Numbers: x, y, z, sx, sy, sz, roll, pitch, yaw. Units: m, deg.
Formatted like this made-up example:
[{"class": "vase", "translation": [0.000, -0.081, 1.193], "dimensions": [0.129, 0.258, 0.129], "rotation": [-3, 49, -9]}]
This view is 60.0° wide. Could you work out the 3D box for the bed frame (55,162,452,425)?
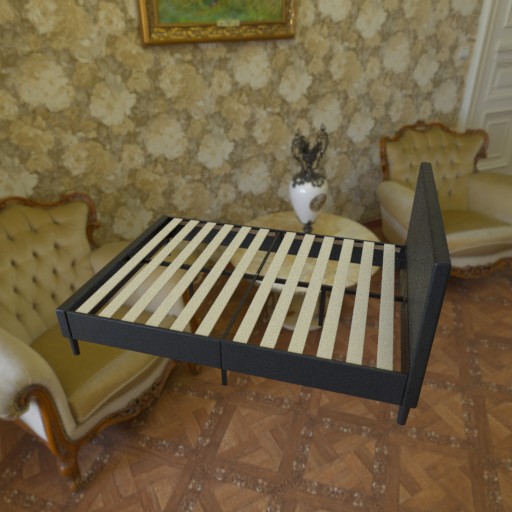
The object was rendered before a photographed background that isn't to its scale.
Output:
[{"class": "bed frame", "translation": [0.000, 0.000, 3.008], "dimensions": [2.152, 1.046, 1.469], "rotation": [8, 30, 14]}]
